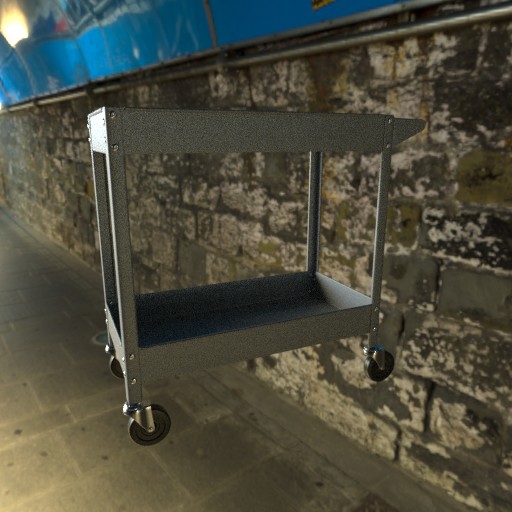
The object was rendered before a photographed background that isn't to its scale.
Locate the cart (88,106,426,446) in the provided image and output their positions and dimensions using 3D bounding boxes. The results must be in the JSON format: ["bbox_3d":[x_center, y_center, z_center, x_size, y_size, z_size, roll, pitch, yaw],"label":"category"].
[{"bbox_3d":[0.000,0.000,1.187,0.779,0.719,0.366,-7,16,-24],"label":"cart"}]
